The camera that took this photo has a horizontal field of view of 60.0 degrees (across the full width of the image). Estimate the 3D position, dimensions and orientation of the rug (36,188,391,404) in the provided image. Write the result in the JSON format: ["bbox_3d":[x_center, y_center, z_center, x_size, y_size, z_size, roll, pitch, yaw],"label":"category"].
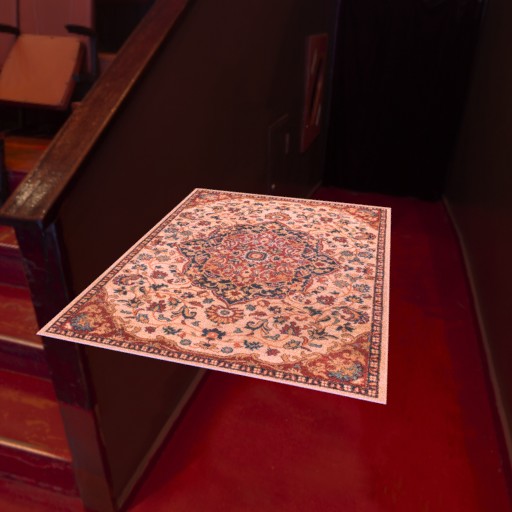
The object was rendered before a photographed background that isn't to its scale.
[{"bbox_3d":[0.000,0.000,4.210,2.454,0.005,3.067,8,30,13],"label":"rug"}]
